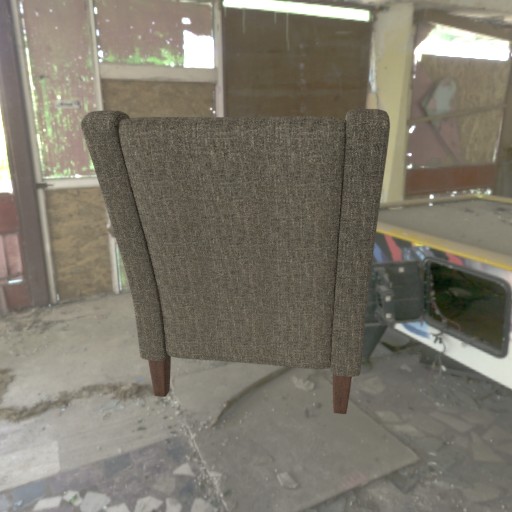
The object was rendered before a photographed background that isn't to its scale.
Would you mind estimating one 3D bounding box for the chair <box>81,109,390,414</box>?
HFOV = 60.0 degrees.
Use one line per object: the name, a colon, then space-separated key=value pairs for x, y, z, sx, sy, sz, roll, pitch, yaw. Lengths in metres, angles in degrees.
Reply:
chair: x=0.000 y=0.000 z=1.662 sx=0.793 sy=1.012 sz=0.944 roll=3 pitch=16 yaw=9
